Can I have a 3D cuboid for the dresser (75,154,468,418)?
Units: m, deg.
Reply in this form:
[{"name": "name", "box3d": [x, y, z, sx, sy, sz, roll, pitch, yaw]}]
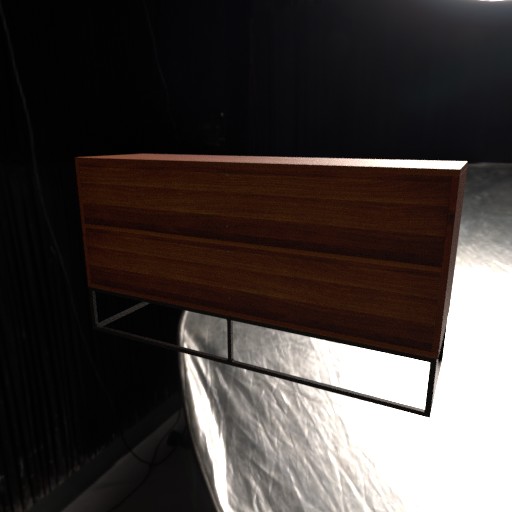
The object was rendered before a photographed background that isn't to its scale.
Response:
[{"name": "dresser", "box3d": [0.000, 0.000, 1.894, 1.536, 0.810, 0.464, 8, 17, 26]}]
